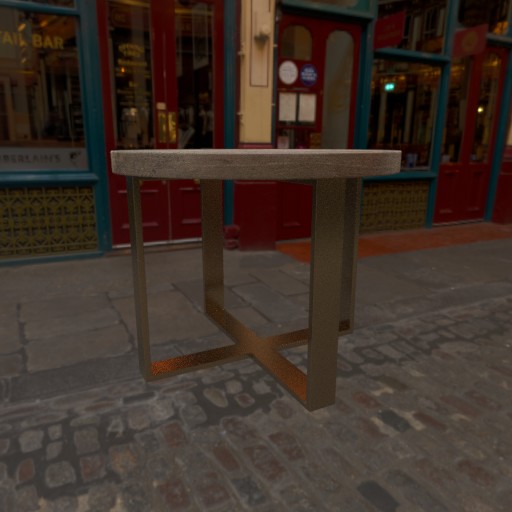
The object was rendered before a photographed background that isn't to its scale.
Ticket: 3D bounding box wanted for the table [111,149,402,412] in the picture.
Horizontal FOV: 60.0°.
[{"bbox_3d":[0.000,0.000,0.944,0.557,0.437,0.557,0,14,0],"label":"table"}]
